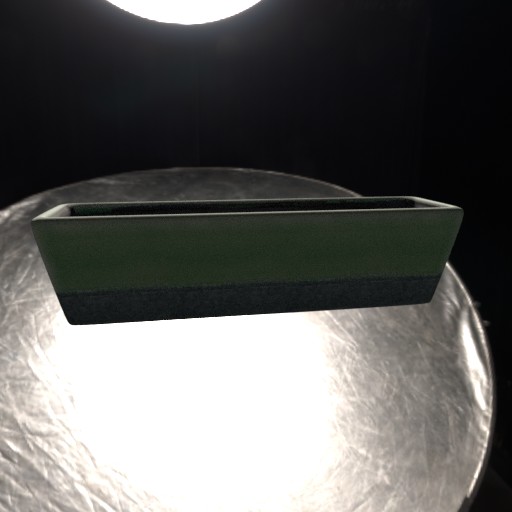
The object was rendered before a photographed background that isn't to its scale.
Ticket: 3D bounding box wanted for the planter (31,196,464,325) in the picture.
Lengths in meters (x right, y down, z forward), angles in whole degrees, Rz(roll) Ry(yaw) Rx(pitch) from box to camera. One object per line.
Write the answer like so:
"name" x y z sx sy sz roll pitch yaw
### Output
"planter" 0.000 0.000 0.314 0.275 0.072 0.072 -2 14 -9
